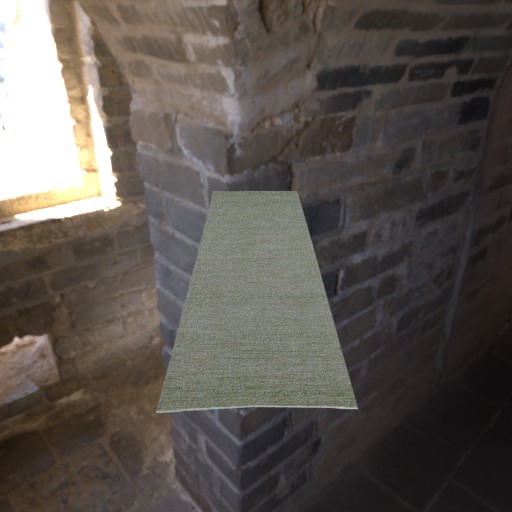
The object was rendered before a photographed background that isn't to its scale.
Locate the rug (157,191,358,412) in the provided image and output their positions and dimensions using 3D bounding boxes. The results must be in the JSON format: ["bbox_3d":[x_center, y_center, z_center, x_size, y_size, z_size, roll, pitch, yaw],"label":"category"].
[{"bbox_3d":[0.000,0.000,2.541,0.686,0.013,2.340,0,27,0],"label":"rug"}]
